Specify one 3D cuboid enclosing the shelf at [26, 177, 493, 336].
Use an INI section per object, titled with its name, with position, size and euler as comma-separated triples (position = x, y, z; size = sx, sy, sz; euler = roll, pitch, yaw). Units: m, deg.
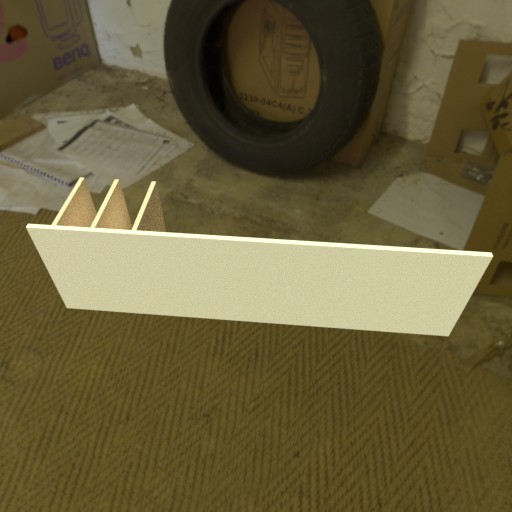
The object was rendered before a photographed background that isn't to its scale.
[shelf]
position = 0.000, 0.000, 1.140
size = 1.020, 0.300, 0.200
euler = 4, 46, 4
